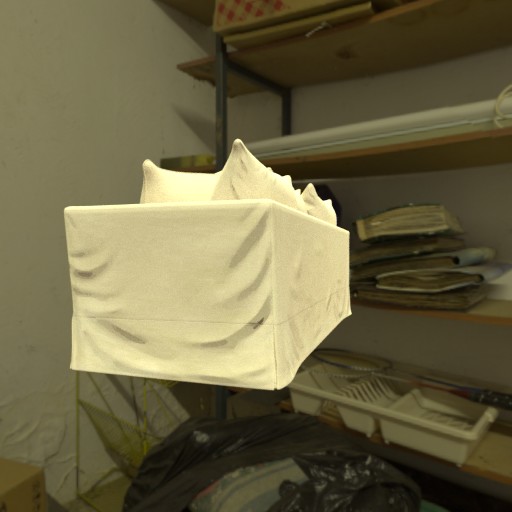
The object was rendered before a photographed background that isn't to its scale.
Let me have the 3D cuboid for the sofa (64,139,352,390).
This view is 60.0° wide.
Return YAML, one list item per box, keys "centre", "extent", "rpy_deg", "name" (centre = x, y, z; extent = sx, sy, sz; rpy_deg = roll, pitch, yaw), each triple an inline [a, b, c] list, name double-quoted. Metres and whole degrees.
- centre: [0.000, 0.000, 2.998]
  extent: [1.030, 1.042, 2.484]
  rpy_deg: [0, 0, 19]
  name: "sofa"
